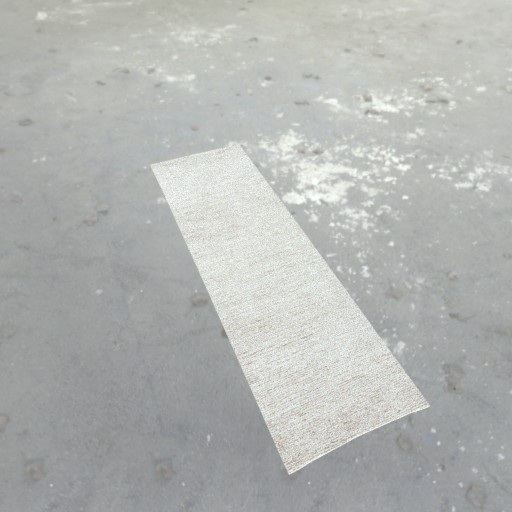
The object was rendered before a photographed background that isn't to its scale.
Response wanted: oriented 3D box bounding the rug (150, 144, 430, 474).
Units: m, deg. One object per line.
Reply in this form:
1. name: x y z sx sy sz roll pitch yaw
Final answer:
1. rug: 0.000 0.000 2.626 0.712 0.013 2.346 -17 48 -16
